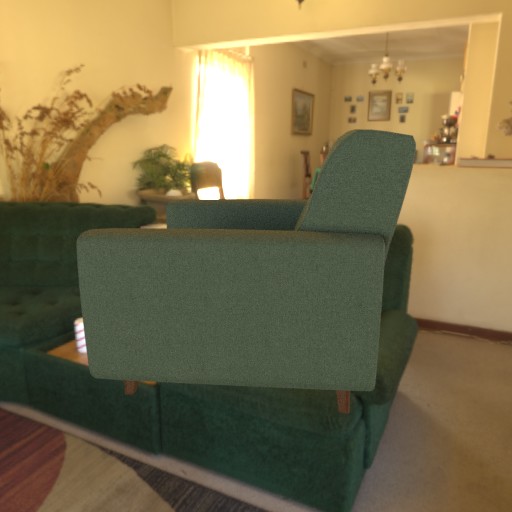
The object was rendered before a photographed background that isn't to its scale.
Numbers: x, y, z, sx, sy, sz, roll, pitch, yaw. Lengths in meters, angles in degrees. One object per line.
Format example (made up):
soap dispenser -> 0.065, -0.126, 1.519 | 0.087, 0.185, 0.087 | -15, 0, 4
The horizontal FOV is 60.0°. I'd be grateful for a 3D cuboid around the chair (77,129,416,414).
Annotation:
chair -> 0.000, 0.000, 1.543 | 0.909, 0.841, 0.831 | 2, 14, 8
